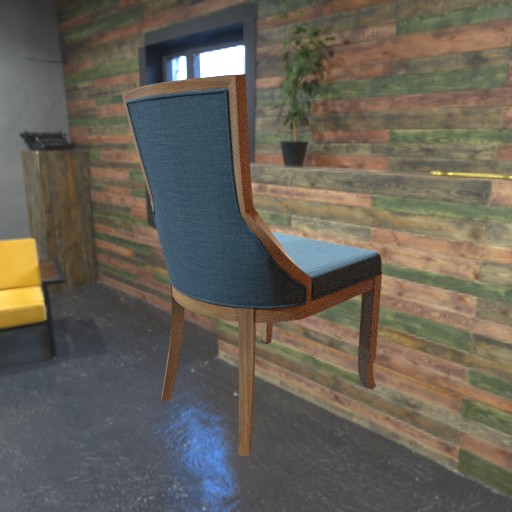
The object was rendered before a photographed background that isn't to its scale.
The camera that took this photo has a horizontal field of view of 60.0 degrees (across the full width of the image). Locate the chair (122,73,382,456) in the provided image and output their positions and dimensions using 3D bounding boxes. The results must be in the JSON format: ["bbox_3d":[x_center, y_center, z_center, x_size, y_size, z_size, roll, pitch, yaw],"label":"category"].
[{"bbox_3d":[0.000,0.000,1.359,0.524,0.947,0.641,14,20,43],"label":"chair"}]
